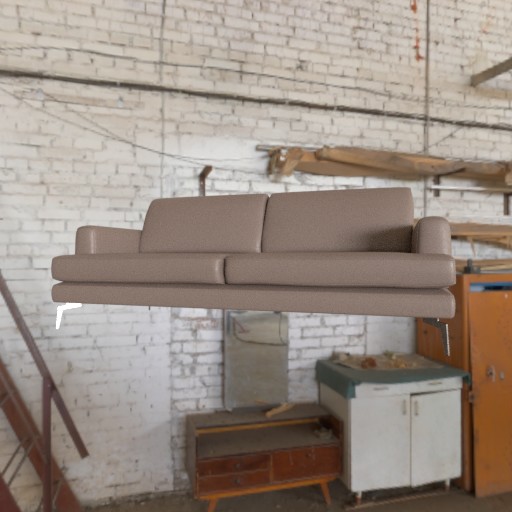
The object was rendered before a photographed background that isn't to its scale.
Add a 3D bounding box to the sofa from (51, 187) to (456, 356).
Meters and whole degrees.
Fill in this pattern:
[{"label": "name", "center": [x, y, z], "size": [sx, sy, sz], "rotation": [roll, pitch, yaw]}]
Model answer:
[{"label": "sofa", "center": [0.000, 0.000, 2.439], "size": [1.940, 0.765, 0.974], "rotation": [0, 0, 19]}]
